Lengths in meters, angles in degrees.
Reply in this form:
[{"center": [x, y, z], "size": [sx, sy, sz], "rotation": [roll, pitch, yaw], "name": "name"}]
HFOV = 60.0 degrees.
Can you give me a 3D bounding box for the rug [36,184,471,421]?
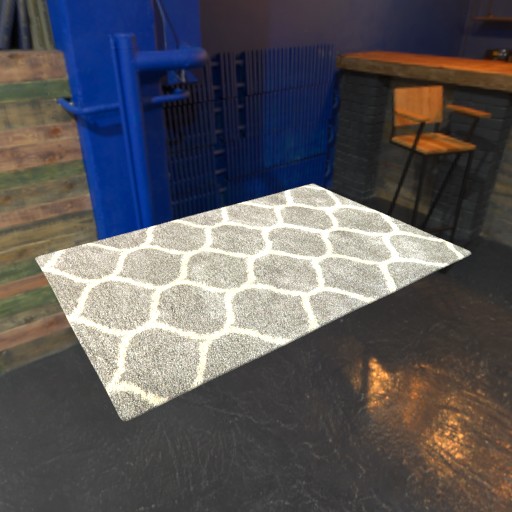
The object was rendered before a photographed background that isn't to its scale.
[{"center": [0.000, 0.000, 3.284], "size": [2.701, 0.026, 1.801], "rotation": [-19, 35, -30], "name": "rug"}]
